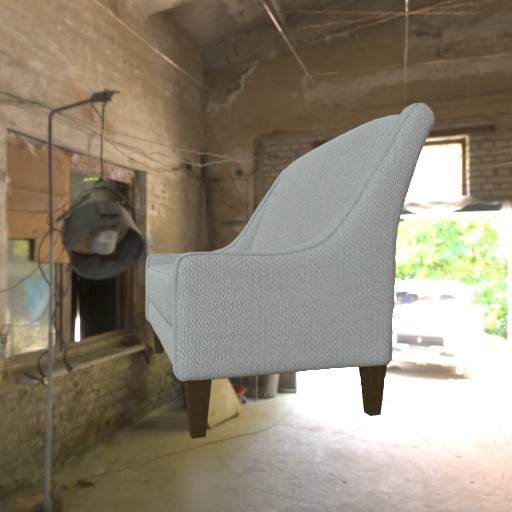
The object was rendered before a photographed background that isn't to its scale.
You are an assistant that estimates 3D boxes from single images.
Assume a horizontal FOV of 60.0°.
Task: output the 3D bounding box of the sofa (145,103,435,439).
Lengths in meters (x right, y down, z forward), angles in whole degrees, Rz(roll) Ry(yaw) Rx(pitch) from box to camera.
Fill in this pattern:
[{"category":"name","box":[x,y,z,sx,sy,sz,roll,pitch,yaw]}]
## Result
[{"category":"sofa","box":[0.000,0.000,1.908,0.870,1.022,1.242,0,0,-18]}]
